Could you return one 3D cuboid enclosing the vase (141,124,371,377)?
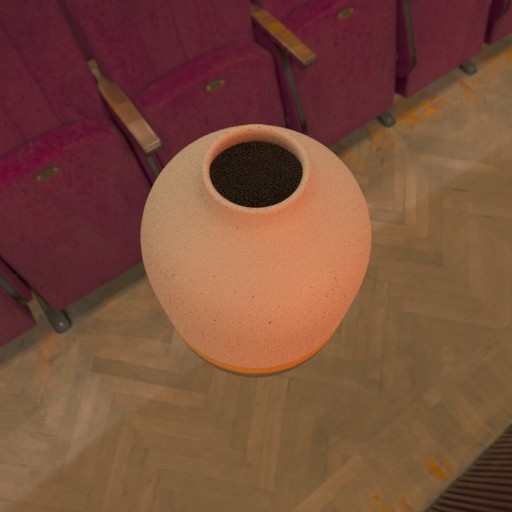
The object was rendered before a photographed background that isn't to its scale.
[{"bbox_3d":[0.000,0.000,0.363,0.169,0.240,0.169,0,64,0],"label":"vase"}]
